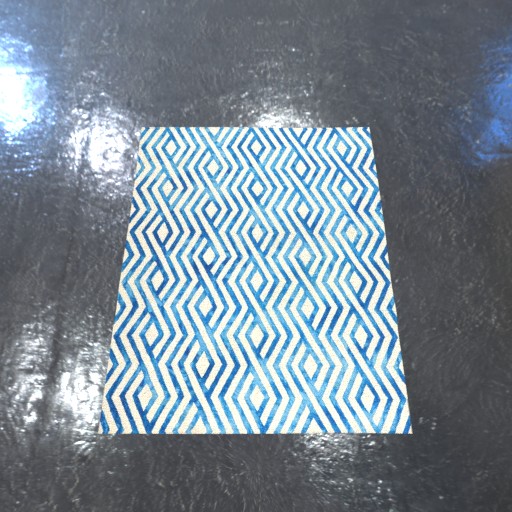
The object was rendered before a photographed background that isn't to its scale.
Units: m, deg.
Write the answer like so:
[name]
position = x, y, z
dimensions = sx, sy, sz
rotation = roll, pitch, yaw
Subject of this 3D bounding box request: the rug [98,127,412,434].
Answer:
[rug]
position = 0.000, 0.000, 4.100
dimensions = 2.453, 0.008, 3.059
rotation = 0, 65, 0
